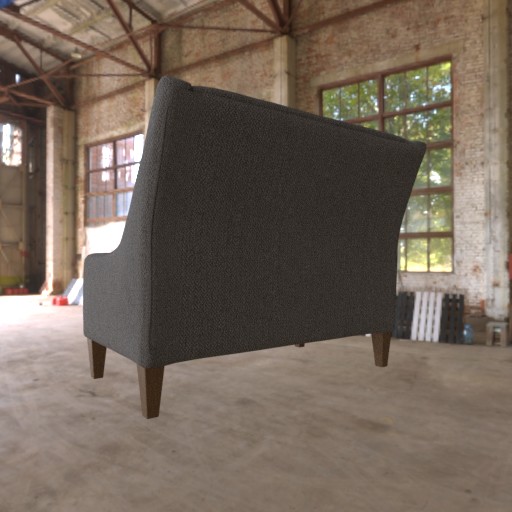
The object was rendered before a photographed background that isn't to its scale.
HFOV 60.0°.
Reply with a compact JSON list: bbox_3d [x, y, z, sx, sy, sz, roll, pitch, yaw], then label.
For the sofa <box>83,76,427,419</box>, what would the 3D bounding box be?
[{"bbox_3d":[0.000,0.000,1.908,1.242,1.022,0.873,0,-1,-36],"label":"sofa"}]
